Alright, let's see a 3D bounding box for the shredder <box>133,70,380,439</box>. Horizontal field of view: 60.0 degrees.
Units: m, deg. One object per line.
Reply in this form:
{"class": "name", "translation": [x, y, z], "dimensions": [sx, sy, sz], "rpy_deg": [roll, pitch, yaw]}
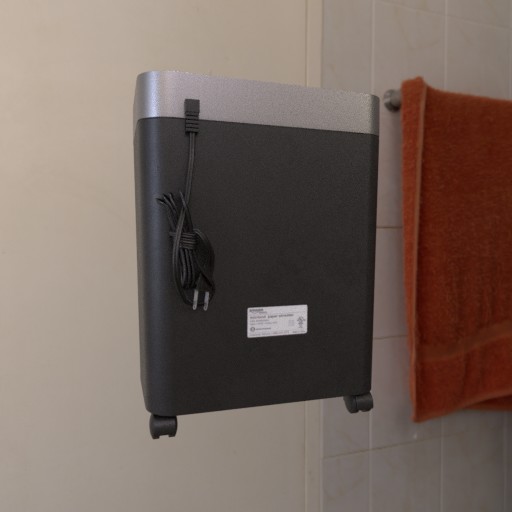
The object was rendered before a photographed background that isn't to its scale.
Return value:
{"class": "shredder", "translation": [0.000, 0.000, 0.597], "dimensions": [0.311, 0.419, 0.237], "rpy_deg": [-1, 2, -17]}
